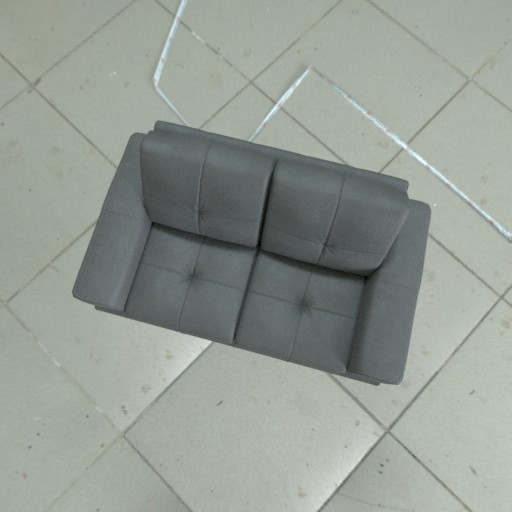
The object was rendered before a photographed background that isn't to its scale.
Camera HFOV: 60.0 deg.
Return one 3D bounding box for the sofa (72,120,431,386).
[{"bbox_3d":[0.000,0.000,2.472,1.806,0.907,1.018,14,77,3],"label":"sofa"}]
